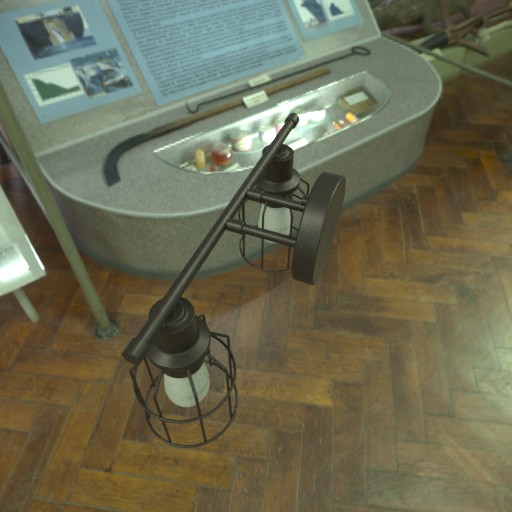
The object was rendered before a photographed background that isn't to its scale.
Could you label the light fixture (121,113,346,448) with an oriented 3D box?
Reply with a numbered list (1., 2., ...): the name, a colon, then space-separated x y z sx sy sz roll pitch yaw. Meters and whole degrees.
1. light fixture: 0.000 0.000 0.529 0.165 0.254 0.406 16 49 15
